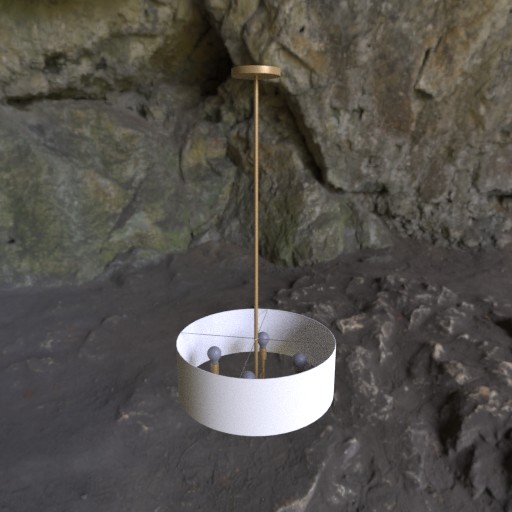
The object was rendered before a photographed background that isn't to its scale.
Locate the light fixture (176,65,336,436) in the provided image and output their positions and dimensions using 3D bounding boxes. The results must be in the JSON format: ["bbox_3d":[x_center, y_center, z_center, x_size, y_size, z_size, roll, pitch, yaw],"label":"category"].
[{"bbox_3d":[0.000,0.000,1.360,0.508,1.067,0.508,0,15,0],"label":"light fixture"}]
